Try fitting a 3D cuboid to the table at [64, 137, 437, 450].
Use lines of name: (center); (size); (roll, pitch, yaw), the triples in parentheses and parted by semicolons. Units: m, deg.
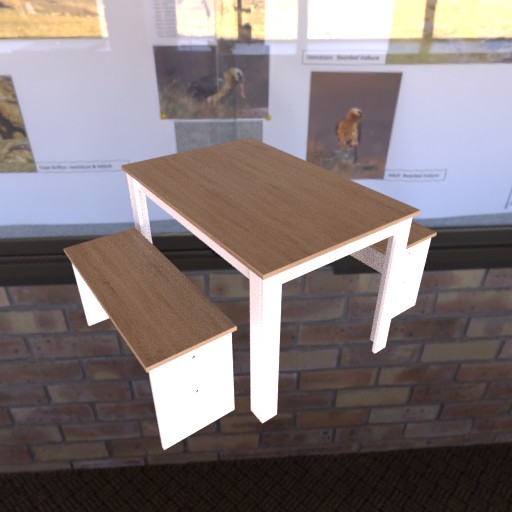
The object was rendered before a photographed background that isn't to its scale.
table: (0.000, 0.000, 2.035); (1.443, 0.700, 1.100); (-21, 38, -30)
